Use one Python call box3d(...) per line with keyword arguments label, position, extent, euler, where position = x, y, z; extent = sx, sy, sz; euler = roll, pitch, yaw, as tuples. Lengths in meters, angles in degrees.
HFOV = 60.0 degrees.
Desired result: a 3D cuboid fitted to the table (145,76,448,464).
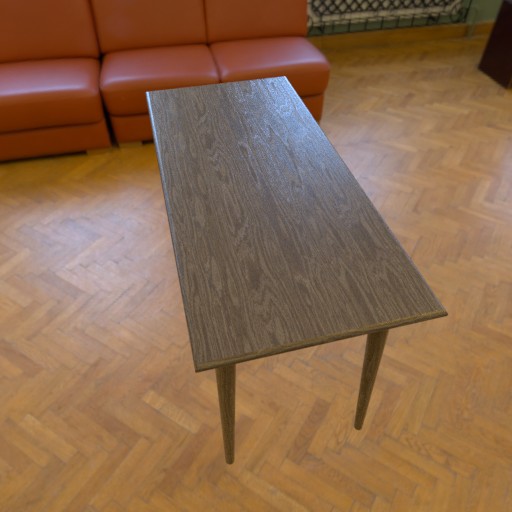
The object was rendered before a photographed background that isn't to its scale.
box3d(label="table", position=(0.000, 0.000, 1.701), extent=(0.599, 0.780, 1.300), euler=(-10, 47, -10))
